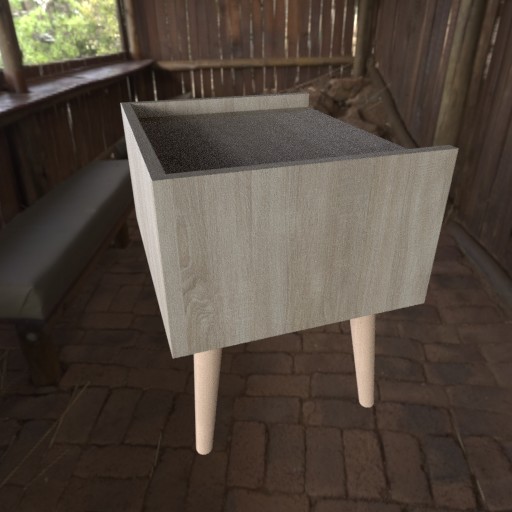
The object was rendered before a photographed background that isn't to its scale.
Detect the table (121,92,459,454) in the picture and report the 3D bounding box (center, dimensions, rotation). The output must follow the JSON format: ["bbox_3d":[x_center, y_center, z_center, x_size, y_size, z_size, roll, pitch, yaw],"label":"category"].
[{"bbox_3d":[0.000,0.000,0.789,0.370,0.470,0.450,-9,30,-16],"label":"table"}]
